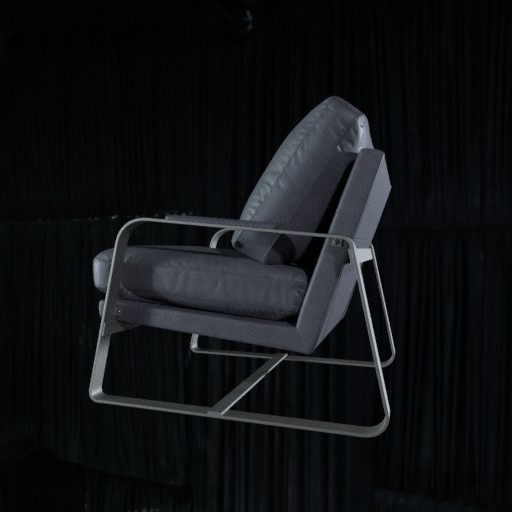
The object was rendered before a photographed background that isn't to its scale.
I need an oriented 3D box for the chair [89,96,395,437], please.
[{"bbox_3d":[0.000,0.000,1.483,0.878,0.839,0.692,0,1,18],"label":"chair"}]
